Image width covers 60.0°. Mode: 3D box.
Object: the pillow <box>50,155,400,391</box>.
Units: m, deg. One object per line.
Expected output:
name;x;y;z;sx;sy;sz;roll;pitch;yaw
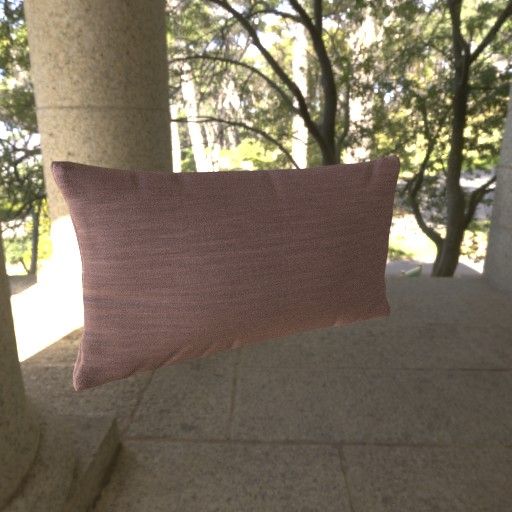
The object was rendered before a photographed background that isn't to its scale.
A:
pillow;0.000;0.000;0.778;0.633;0.338;0.210;-8;16;-27
